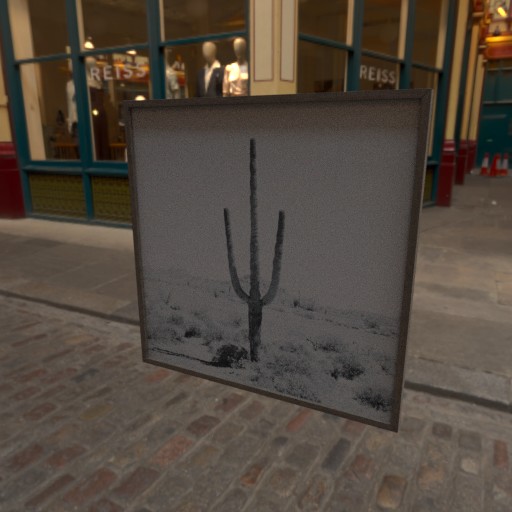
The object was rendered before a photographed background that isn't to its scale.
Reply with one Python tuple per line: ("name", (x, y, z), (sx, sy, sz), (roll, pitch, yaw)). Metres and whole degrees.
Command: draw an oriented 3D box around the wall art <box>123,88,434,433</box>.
("wall art", (0.000, 0.000, 1.120), (0.762, 0.762, 0.038), (8, 17, 25))
